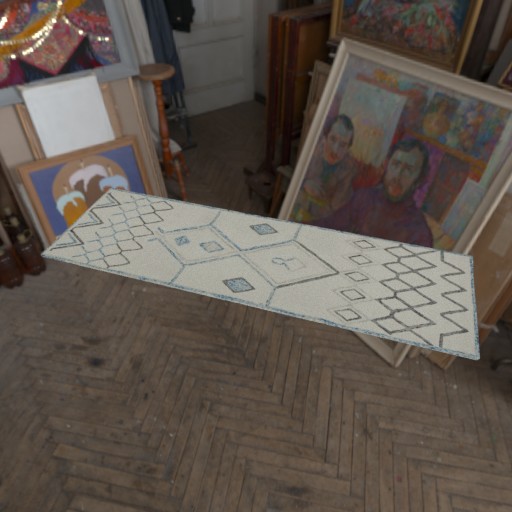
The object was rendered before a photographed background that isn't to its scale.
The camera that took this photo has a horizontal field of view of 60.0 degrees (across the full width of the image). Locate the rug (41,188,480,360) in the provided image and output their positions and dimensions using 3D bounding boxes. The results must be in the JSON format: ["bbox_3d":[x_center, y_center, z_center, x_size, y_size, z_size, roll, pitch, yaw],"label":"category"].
[{"bbox_3d":[0.000,0.000,2.620,2.434,0.013,0.770,12,42,13],"label":"rug"}]
